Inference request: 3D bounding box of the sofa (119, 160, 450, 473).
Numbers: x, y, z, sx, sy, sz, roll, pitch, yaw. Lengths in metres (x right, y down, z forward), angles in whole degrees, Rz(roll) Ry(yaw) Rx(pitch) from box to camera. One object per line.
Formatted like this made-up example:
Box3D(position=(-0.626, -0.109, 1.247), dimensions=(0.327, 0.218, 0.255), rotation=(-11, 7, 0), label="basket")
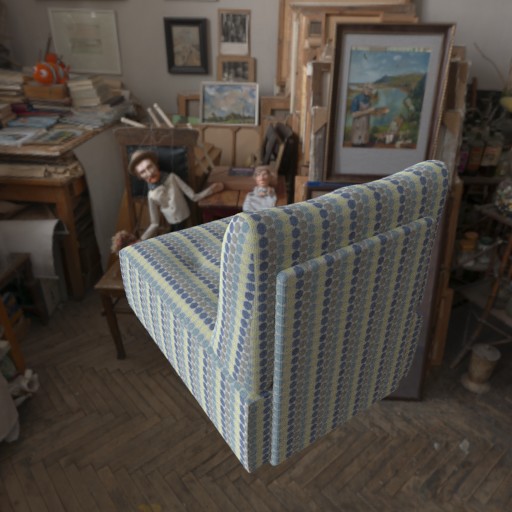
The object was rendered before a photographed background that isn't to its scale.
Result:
Box3D(position=(0.000, 0.000, 1.578), dimensions=(0.700, 0.820, 1.000), rotation=(-19, 35, -29), label="sofa")
